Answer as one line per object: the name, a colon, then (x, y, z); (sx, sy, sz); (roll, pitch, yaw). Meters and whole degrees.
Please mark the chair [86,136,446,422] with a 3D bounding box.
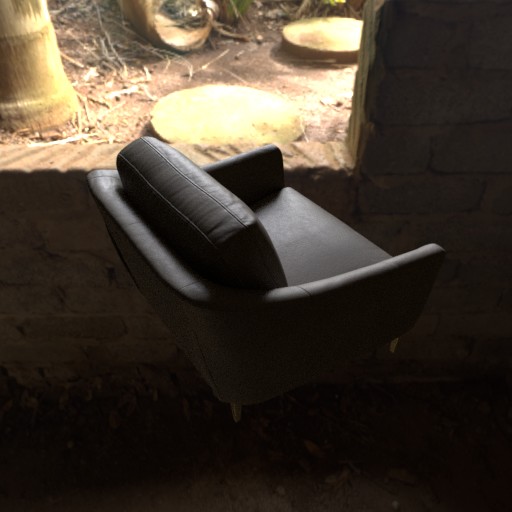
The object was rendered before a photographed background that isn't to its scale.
chair: (0.000, 0.000, 1.710); (0.961, 0.901, 0.988); (-25, 46, -26)
